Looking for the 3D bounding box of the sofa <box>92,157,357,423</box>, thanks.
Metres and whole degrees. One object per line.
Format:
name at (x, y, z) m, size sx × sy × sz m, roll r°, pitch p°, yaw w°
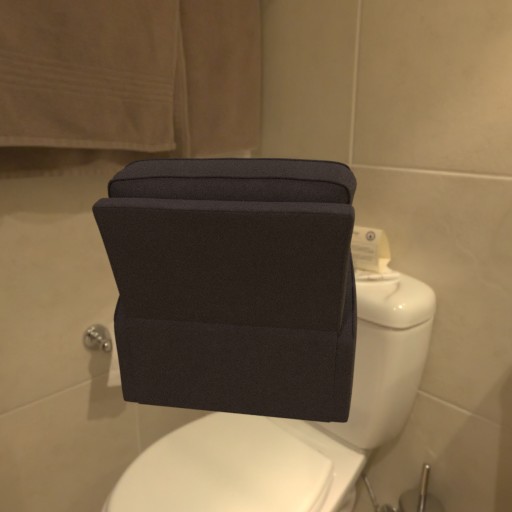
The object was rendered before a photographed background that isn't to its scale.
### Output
sofa at (0.000, 0.000, 2.021) m, size 0.861 × 0.959 × 1.472 m, roll 3°, pitch 17°, yaw 8°
